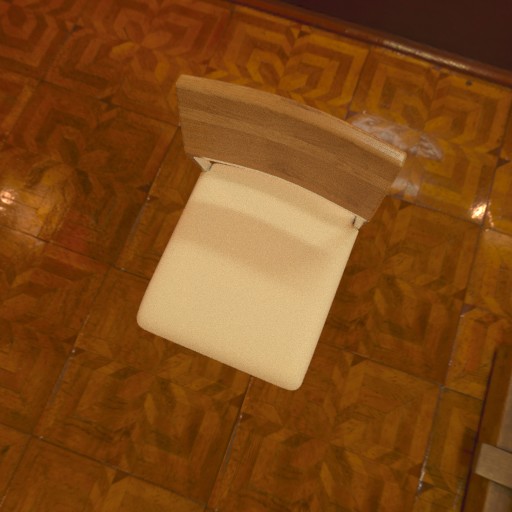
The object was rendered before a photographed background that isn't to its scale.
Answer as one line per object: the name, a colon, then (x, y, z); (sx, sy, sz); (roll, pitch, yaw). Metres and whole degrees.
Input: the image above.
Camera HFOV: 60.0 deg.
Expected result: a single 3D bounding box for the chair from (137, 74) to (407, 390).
chair: (0.000, 0.000, 1.203); (0.467, 0.844, 0.585); (21, 75, 6)
